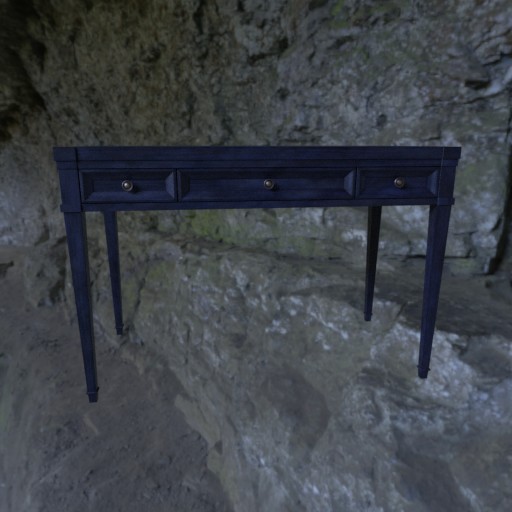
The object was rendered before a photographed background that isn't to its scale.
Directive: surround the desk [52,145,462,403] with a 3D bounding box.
[{"bbox_3d":[0.000,0.000,1.790,1.289,0.861,0.630,-2,14,-7],"label":"desk"}]
